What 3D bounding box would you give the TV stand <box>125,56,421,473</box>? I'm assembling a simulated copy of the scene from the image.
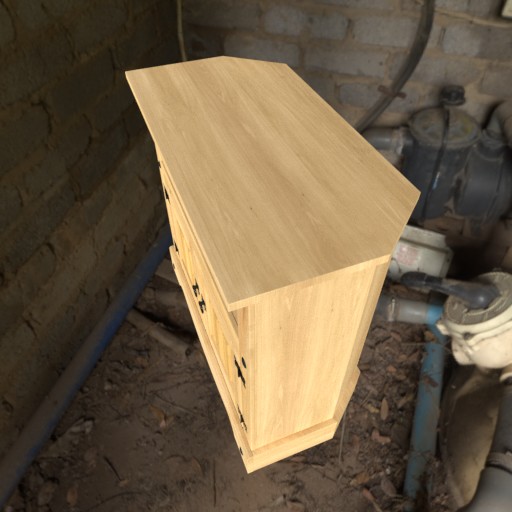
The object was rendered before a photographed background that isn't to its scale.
[{"bbox_3d":[0.000,0.000,1.262,0.425,0.781,0.851,-16,48,-15],"label":"TV stand"}]
